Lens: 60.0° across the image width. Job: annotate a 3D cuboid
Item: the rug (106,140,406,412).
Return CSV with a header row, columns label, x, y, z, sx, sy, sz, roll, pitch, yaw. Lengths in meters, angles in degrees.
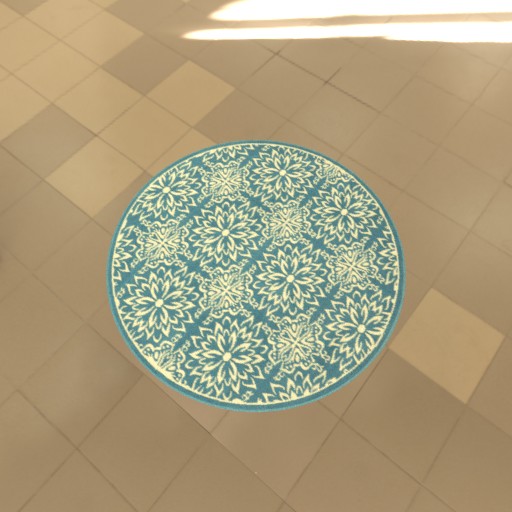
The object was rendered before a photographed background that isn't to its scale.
label,x,y,z,sx,sy,sz,roll,pitch,yaw
rug,0.000,0.000,2.382,1.593,0.012,1.593,0,64,0
